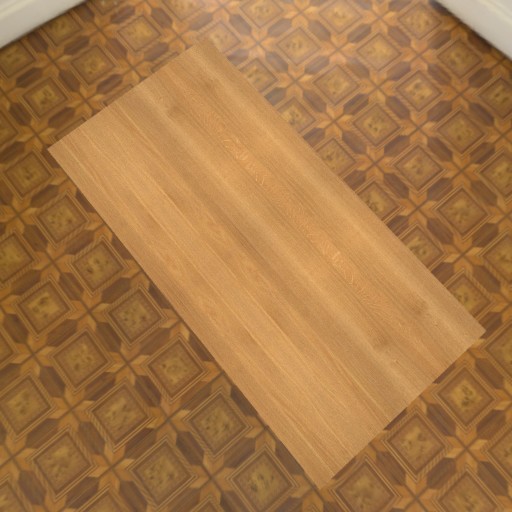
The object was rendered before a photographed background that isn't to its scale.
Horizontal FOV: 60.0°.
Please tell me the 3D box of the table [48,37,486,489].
[{"bbox_3d":[0.000,0.000,2.234,0.900,0.750,1.800,-39,80,-9],"label":"table"}]
